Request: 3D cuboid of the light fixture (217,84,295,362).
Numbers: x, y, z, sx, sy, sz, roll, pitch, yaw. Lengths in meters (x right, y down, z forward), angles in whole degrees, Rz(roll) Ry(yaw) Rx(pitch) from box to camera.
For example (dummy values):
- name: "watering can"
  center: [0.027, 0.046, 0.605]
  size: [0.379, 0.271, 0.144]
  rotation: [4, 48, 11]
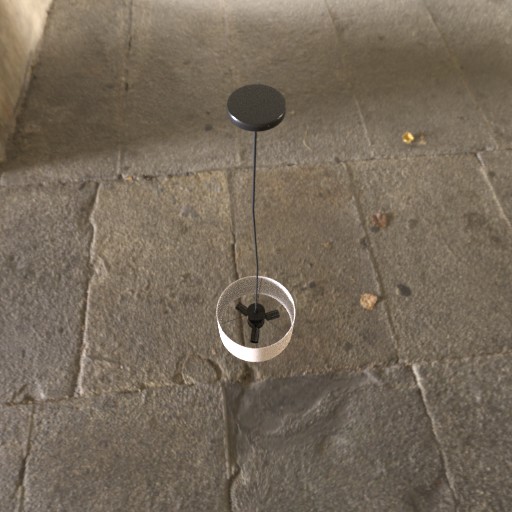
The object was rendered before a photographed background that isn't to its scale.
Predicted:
- name: "light fixture"
  center: [0.000, 0.000, 1.771]
  size: [0.399, 1.516, 0.399]
  rotation: [0, 60, 0]
